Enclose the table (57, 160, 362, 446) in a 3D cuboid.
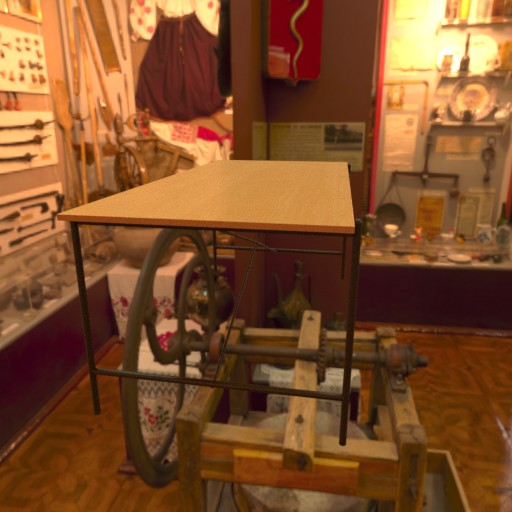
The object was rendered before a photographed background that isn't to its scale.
[{"bbox_3d":[0.000,0.000,2.179,0.900,0.758,1.800,3,18,10],"label":"table"}]
